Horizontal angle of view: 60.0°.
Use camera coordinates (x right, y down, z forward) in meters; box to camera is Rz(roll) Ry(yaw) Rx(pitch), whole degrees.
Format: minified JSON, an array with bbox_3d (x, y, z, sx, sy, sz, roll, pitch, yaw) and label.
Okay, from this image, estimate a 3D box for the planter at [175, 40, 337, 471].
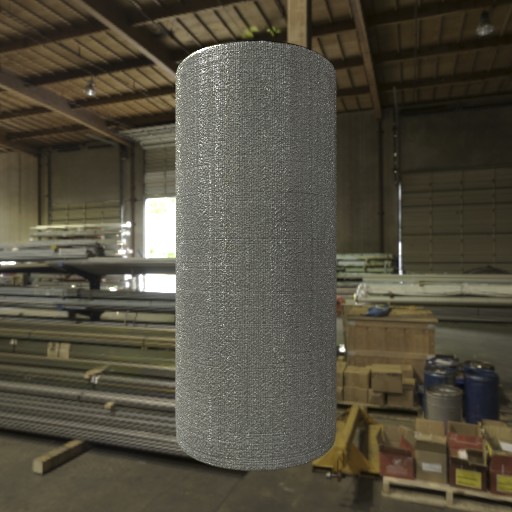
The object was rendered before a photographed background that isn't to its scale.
[{"bbox_3d":[0.000,0.000,0.127,0.045,0.103,0.045,0,0,19],"label":"planter"}]
